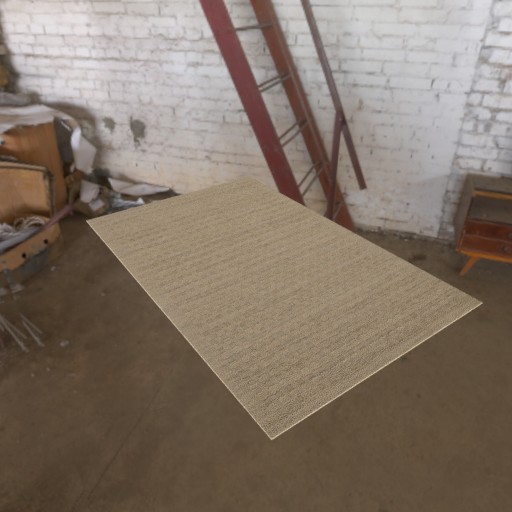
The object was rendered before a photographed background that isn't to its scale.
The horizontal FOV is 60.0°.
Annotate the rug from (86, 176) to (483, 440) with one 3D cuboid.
[{"bbox_3d":[0.000,0.000,2.228,1.142,0.006,1.752,-21,38,-30],"label":"rug"}]
